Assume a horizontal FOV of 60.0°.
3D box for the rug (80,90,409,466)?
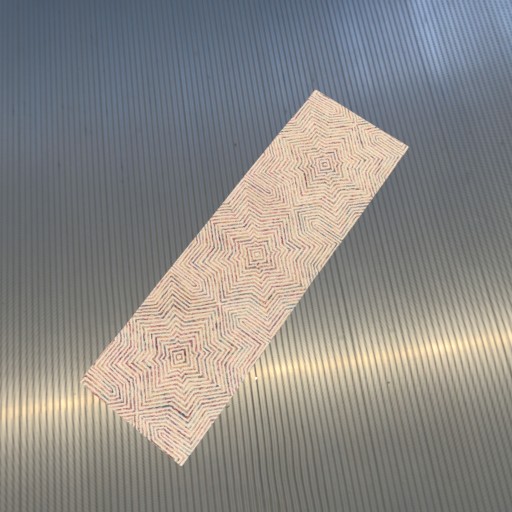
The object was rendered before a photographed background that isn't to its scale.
[{"bbox_3d":[0.000,0.000,2.777,0.771,0.009,2.443,35,77,9],"label":"rug"}]
